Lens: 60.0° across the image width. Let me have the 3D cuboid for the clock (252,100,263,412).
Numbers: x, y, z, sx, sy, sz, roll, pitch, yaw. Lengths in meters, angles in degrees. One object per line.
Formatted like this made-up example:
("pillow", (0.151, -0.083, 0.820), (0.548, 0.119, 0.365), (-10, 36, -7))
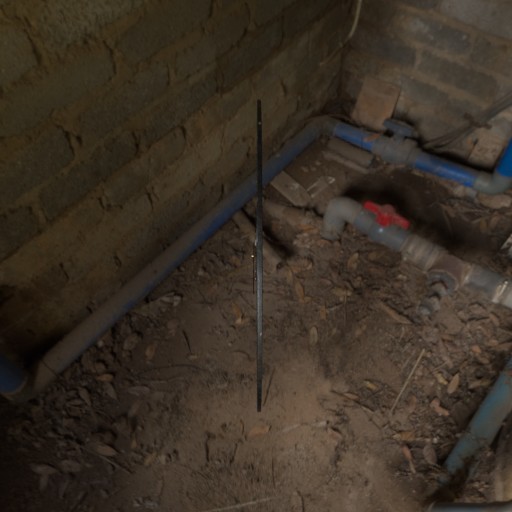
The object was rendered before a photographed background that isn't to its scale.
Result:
("clock", (0.000, 0.000, 1.268), (0.025, 0.843, 0.843), (0, 56, 0))
